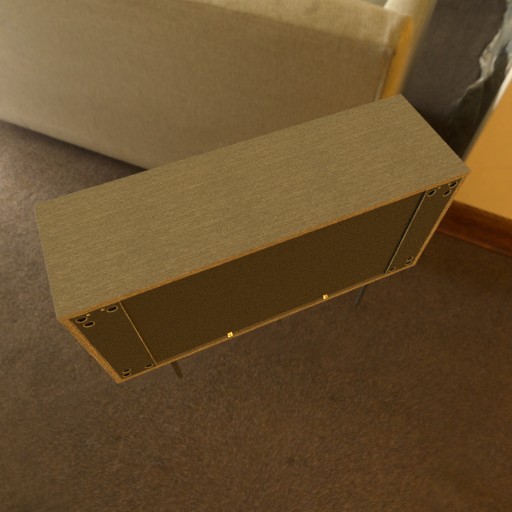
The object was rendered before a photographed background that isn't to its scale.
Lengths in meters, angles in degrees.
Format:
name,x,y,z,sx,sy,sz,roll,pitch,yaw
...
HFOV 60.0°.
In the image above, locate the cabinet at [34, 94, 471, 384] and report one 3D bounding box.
name,x,y,z,sx,sy,sz,roll,pitch,yaw
cabinet,0.000,0.000,1.601,1.194,0.787,0.405,-20,60,-12
